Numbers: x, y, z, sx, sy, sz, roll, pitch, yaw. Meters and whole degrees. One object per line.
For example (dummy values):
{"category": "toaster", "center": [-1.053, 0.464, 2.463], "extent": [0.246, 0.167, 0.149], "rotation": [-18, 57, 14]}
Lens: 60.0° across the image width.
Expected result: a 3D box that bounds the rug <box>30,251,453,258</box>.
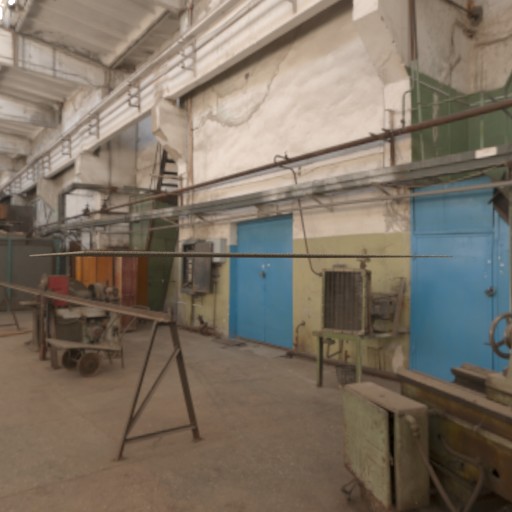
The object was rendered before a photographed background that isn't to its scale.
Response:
{"category": "rug", "center": [0.000, 0.000, 3.559], "extent": [3.048, 0.011, 1.546], "rotation": [0, -1, -35]}
